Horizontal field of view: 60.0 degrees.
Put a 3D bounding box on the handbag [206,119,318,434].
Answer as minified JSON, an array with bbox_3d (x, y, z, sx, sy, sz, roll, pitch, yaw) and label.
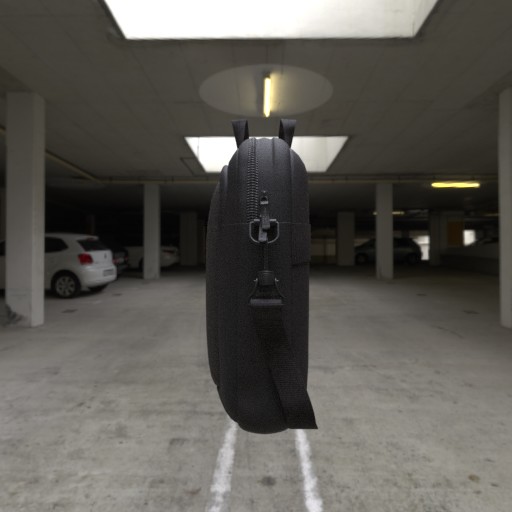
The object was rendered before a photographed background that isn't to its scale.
[{"bbox_3d":[0.000,0.000,0.429,0.089,0.244,0.320,0,-1,1],"label":"handbag"}]
